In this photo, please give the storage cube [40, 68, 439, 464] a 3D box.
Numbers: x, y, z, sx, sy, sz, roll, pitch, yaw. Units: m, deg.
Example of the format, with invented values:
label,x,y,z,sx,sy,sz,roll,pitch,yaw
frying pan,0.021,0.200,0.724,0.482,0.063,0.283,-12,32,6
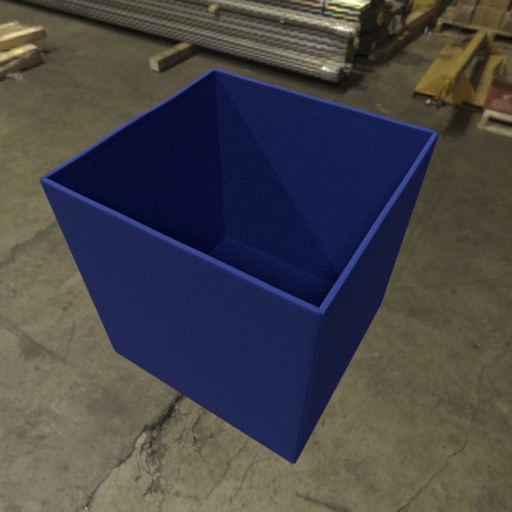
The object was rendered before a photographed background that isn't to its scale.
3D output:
label,x,y,z,sx,sy,sz,roll,pitch,yaw
storage cube,0.000,0.000,0.502,0.270,0.280,0.270,24,51,21
